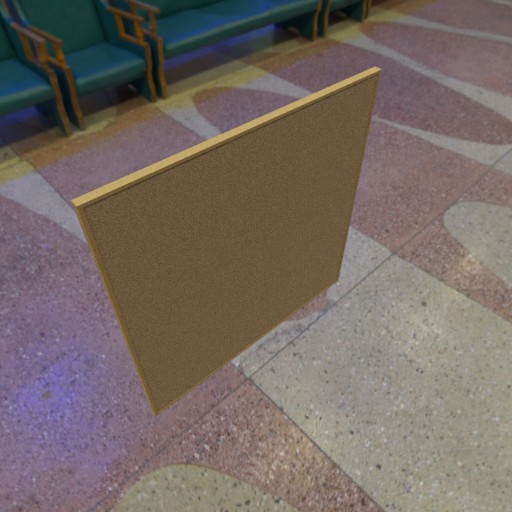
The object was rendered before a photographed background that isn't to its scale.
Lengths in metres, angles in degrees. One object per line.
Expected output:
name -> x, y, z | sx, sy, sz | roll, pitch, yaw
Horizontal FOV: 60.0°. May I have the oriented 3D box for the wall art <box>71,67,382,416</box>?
wall art -> 0.000, 0.000, 0.686 | 0.457, 0.455, 0.013 | -32, 54, -27
